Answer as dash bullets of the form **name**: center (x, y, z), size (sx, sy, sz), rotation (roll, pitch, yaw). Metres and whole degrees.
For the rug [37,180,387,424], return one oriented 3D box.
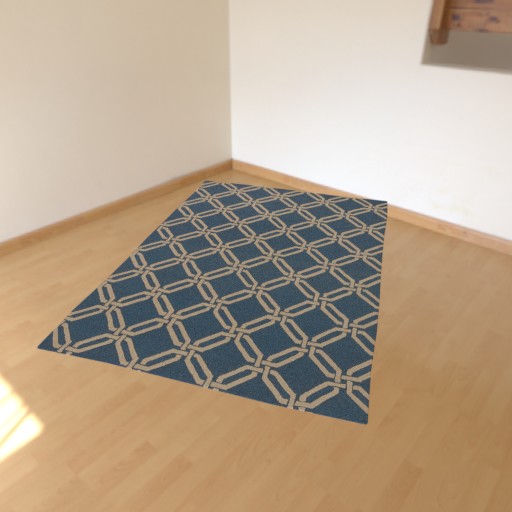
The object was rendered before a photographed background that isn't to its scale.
- **rug**: center (0.000, 0.000, 2.744), size (1.524, 0.013, 2.135), rotation (9, 33, 14)
